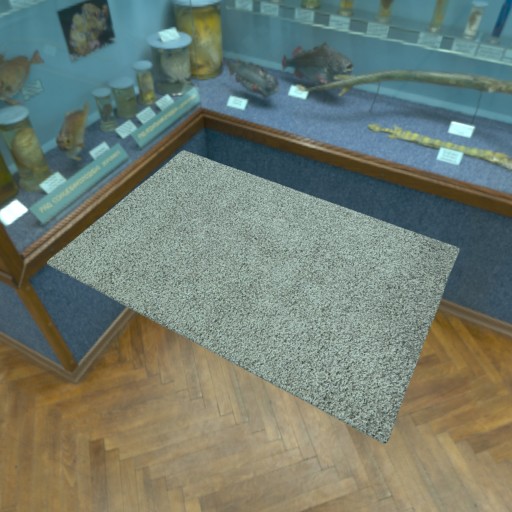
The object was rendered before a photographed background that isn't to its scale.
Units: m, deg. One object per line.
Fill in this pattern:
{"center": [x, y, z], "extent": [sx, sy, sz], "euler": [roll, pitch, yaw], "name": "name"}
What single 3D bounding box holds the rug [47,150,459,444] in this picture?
{"center": [0.000, 0.000, 3.495], "extent": [2.743, 0.030, 1.778], "euler": [23, 51, 20], "name": "rug"}
